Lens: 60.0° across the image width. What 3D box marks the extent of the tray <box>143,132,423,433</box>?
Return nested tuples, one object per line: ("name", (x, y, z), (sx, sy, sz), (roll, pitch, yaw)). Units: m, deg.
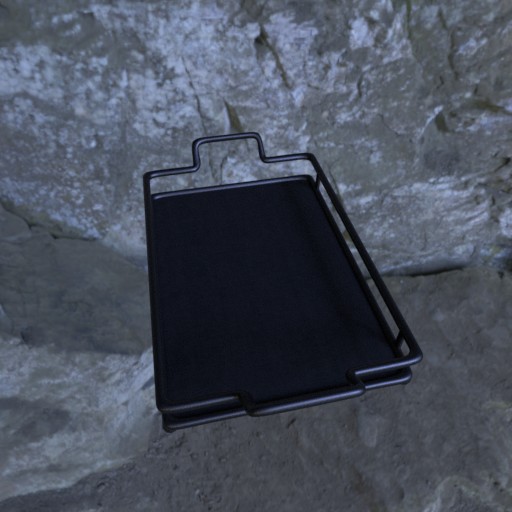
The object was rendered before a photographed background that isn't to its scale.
("tray", (0.000, 0.000, 0.620), (0.297, 0.101, 0.495), (-9, 46, -8))
